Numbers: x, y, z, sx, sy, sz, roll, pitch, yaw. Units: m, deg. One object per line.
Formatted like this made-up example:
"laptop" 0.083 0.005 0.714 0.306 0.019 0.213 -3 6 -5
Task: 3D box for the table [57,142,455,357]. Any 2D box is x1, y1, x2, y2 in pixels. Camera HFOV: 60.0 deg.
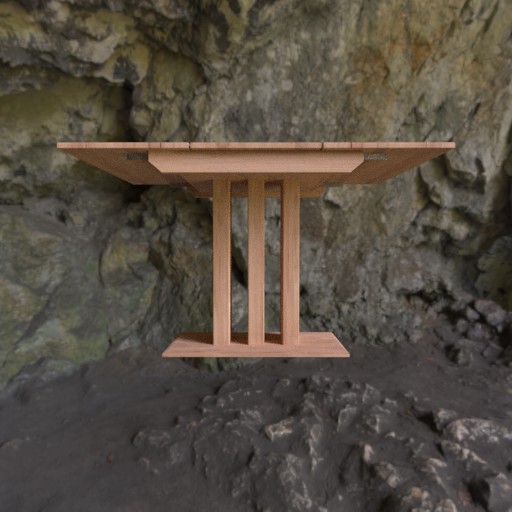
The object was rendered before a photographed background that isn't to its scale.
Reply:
"table" 0.000 0.000 1.905 1.300 0.770 0.900 0 2 0
